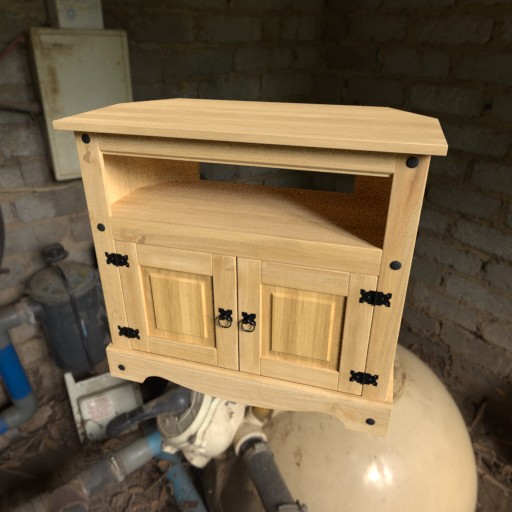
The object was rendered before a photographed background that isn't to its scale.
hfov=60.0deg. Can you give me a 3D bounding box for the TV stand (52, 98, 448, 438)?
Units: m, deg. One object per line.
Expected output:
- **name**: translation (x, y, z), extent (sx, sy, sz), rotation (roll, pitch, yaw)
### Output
- **TV stand**: translation (0.000, 0.000, 1.269), extent (0.851, 0.781, 0.425), rotation (8, 28, 15)
